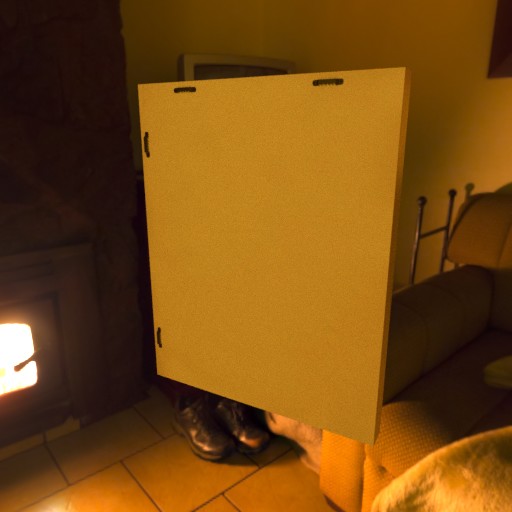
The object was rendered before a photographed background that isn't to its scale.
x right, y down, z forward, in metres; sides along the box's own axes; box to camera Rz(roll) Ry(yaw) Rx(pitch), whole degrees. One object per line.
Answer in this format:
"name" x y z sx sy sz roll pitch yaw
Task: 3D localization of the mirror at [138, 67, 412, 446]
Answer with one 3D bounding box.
"mirror" 0.000 0.000 0.679 0.406 0.509 0.041 9 18 28
